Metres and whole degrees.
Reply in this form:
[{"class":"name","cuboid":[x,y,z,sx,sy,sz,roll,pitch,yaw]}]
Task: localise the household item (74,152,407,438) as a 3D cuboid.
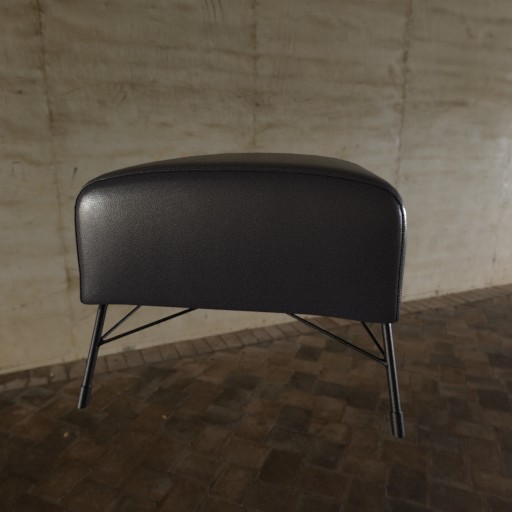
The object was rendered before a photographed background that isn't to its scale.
[{"class":"household item","cuboid":[0.000,0.000,0.902,0.530,0.410,0.530,2,14,8]}]
